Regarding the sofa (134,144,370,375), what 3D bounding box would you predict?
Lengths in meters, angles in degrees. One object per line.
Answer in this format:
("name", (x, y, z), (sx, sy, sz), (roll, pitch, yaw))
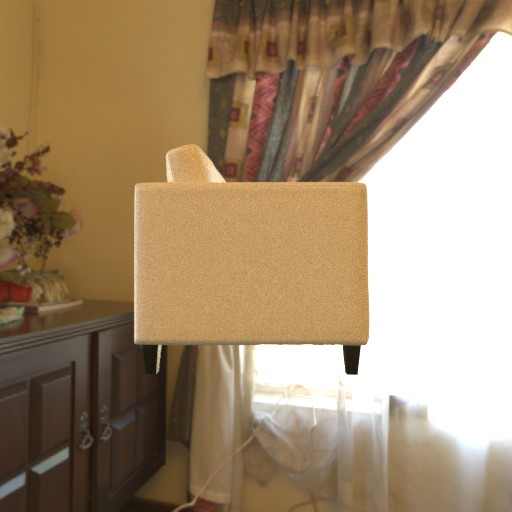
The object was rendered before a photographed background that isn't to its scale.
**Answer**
("sofa", (0.000, 0.000, 2.915), (0.948, 0.965, 2.434), (0, 0, 1))
